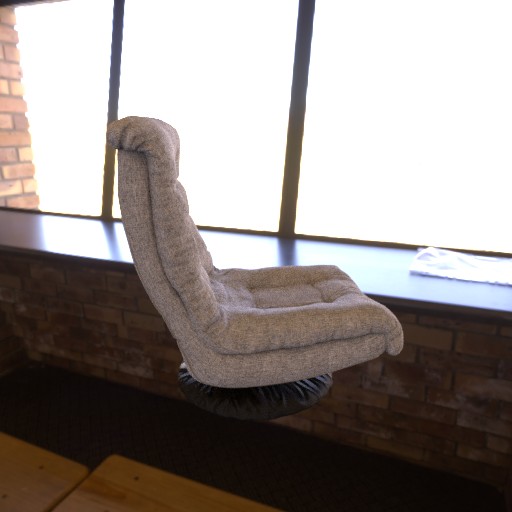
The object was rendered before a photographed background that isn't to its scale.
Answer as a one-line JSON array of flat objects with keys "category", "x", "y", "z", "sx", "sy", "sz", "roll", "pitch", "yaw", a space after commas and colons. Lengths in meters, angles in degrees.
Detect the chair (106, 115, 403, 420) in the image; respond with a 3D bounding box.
[{"category": "chair", "x": 0.000, "y": 0.000, "z": 0.998, "sx": 0.583, "sy": 0.600, "sz": 0.400, "roll": -2, "pitch": 16, "yaw": -8}]
